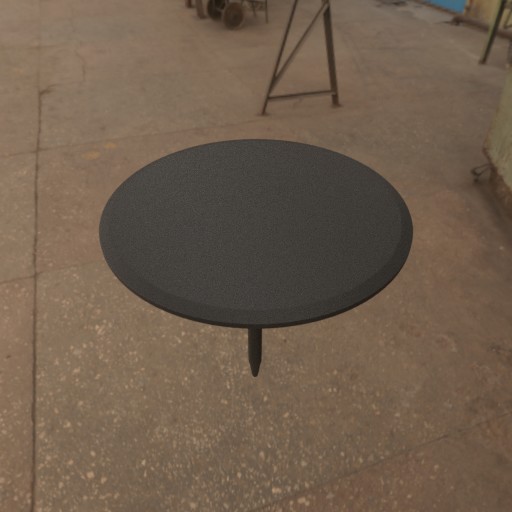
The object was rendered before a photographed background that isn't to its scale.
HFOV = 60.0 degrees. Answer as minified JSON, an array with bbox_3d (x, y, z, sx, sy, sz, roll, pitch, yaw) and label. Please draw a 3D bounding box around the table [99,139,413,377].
[{"bbox_3d":[0.000,0.000,1.437,0.900,0.400,0.900,0,41,0],"label":"table"}]
